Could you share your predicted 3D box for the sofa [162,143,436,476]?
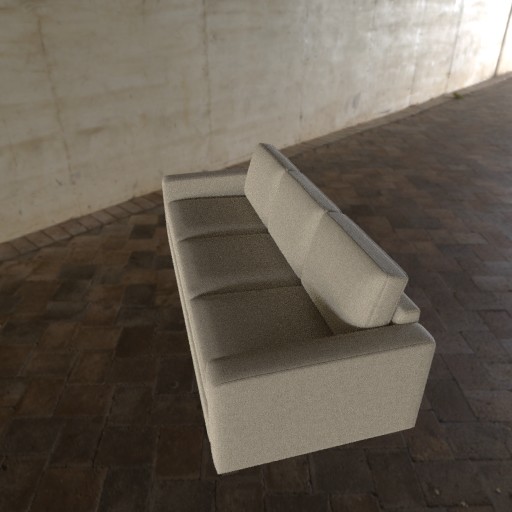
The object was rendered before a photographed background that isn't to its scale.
[{"bbox_3d":[0.000,0.000,2.578,0.900,0.800,2.160,-8,31,-13],"label":"sofa"}]
